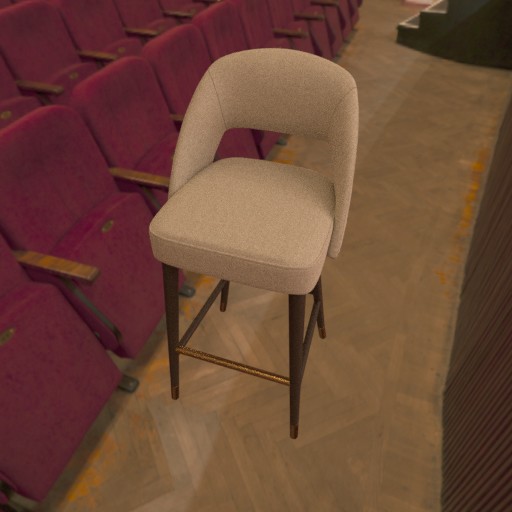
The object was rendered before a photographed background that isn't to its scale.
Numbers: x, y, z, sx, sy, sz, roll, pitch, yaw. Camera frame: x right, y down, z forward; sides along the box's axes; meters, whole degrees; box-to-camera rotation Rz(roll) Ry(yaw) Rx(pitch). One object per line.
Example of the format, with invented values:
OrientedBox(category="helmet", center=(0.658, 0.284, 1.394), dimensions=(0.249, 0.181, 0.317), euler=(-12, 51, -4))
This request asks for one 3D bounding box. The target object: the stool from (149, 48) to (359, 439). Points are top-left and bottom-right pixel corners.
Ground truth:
OrientedBox(category="stool", center=(0.000, 0.000, 1.328), dimensions=(0.494, 1.037, 0.509), euler=(13, 43, 14))
